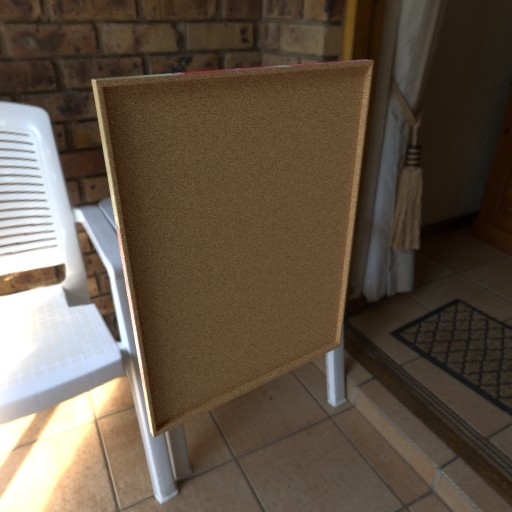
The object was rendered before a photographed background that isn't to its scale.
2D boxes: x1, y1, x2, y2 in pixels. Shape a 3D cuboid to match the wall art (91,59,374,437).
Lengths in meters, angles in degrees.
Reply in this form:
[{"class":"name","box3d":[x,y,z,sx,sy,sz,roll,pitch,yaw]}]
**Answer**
[{"class":"wall art","box3d":[0.000,0.000,1.293,0.762,1.015,0.031,-18,33,-29]}]
